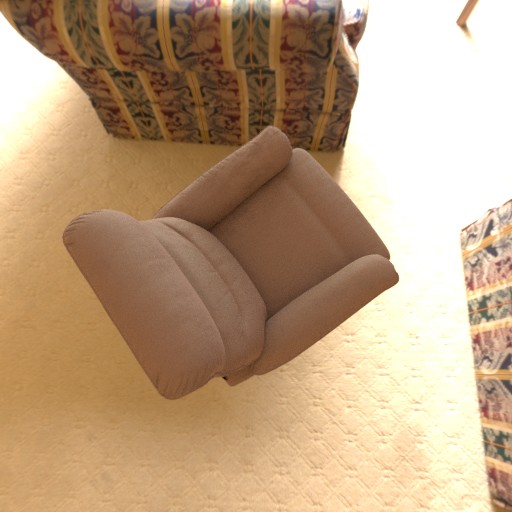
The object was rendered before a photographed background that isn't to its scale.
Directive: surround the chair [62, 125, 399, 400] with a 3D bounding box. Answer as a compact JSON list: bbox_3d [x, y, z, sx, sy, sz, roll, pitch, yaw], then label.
[{"bbox_3d":[0.000,0.000,1.750,1.004,1.037,0.820,-35,78,-9],"label":"chair"}]
